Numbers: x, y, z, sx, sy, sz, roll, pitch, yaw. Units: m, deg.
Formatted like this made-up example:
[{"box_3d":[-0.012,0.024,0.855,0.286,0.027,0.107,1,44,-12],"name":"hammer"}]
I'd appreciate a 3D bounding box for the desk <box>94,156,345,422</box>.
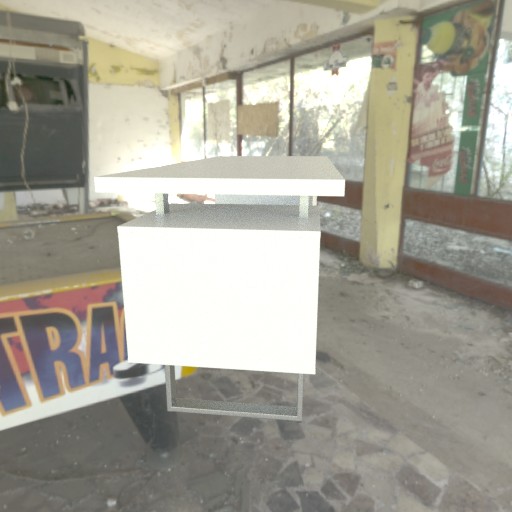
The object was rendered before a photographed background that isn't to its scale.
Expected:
[{"box_3d":[0.000,0.000,1.874,0.603,0.773,1.530,2,15,7],"name":"desk"}]
